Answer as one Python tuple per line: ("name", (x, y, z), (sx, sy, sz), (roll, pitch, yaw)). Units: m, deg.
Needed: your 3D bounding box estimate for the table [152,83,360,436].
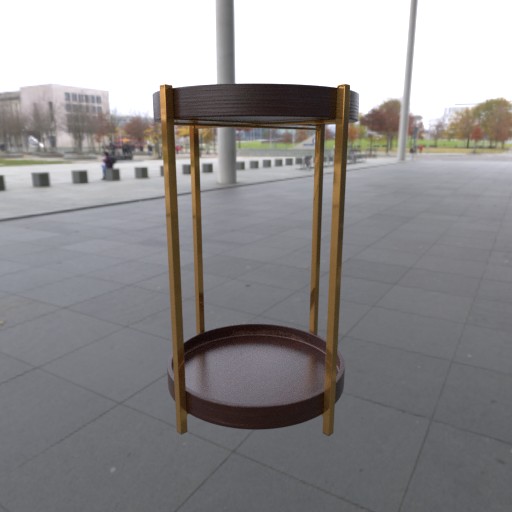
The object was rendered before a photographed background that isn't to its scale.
("table", (0.000, 0.000, 0.885), (0.400, 0.610, 0.400), (-13, 19, -42))
